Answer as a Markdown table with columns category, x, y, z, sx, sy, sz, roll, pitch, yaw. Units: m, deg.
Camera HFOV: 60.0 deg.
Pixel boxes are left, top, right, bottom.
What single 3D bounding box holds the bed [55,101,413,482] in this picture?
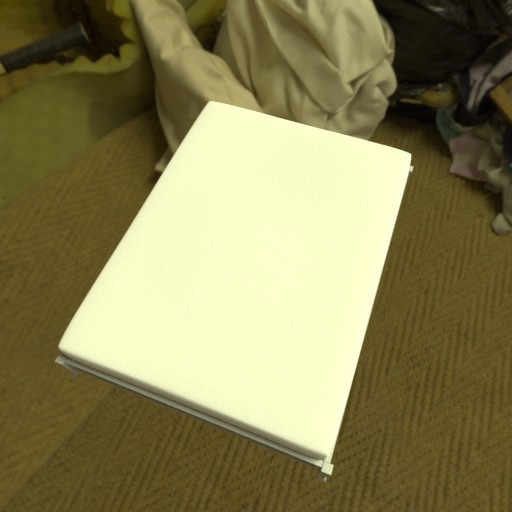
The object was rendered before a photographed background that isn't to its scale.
| category | x | y | z | sx | sy | sz | roll | pitch | yaw |
| --- | --- | --- | --- | --- | --- | --- | --- | --- | --- |
| bed | 0.000 | 0.000 | 2.809 | 1.604 | 0.510 | 2.108 | 18 | 62 | 10 |
